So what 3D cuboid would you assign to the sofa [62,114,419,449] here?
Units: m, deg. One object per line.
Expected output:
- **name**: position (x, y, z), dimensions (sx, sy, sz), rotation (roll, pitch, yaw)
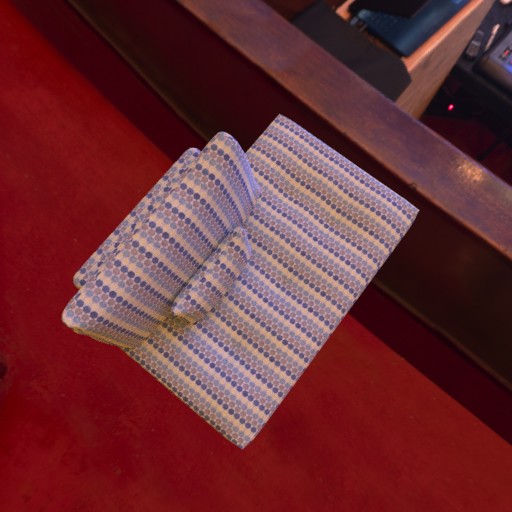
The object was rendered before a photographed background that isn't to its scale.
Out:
- **sofa**: position (0.000, 0.000, 2.054), dimensions (1.000, 0.820, 1.450), rotation (37, 79, 8)
